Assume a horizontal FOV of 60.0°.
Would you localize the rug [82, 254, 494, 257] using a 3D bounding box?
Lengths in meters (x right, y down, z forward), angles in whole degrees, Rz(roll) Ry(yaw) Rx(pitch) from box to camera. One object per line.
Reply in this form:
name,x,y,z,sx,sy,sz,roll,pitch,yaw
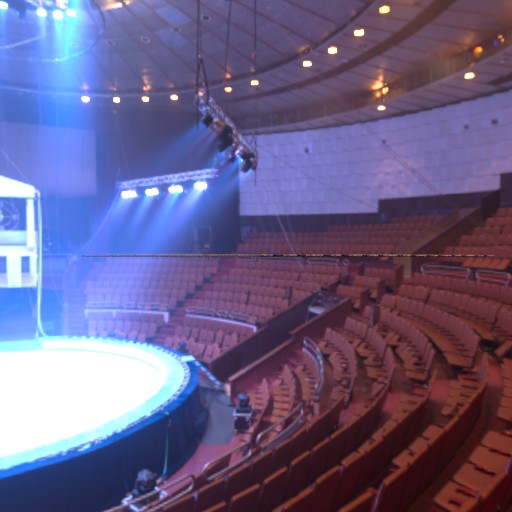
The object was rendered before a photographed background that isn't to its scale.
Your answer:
rug,0.000,0.000,2.267,1.247,0.008,1.802,0,0,-36
